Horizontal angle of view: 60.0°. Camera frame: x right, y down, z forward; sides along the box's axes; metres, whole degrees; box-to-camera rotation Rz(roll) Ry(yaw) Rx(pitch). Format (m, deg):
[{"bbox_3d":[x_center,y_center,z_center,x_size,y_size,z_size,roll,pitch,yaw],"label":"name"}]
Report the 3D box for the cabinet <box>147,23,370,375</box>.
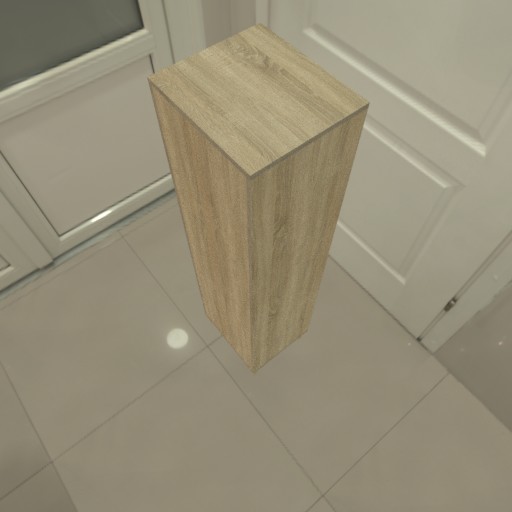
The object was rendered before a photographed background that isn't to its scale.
[{"bbox_3d":[0.000,0.000,2.175,0.450,1.960,0.510,-35,65,-19],"label":"cabinet"}]
